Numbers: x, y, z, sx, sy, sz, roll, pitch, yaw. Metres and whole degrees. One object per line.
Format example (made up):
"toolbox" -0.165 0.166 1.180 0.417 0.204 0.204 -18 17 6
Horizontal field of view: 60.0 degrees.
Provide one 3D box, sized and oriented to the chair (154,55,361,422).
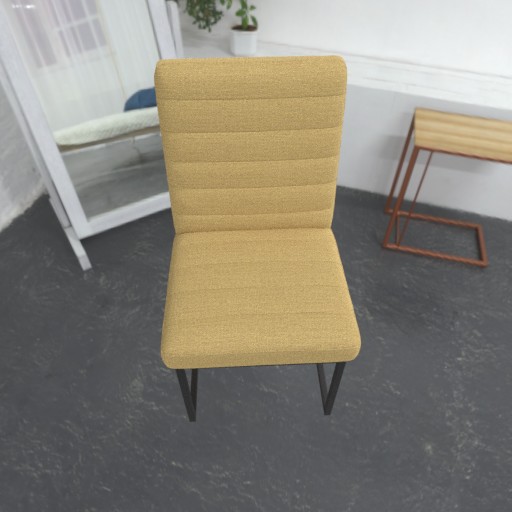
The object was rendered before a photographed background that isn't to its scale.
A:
"chair" 0.000 0.000 1.316 0.520 0.930 0.634 -2 47 -2
